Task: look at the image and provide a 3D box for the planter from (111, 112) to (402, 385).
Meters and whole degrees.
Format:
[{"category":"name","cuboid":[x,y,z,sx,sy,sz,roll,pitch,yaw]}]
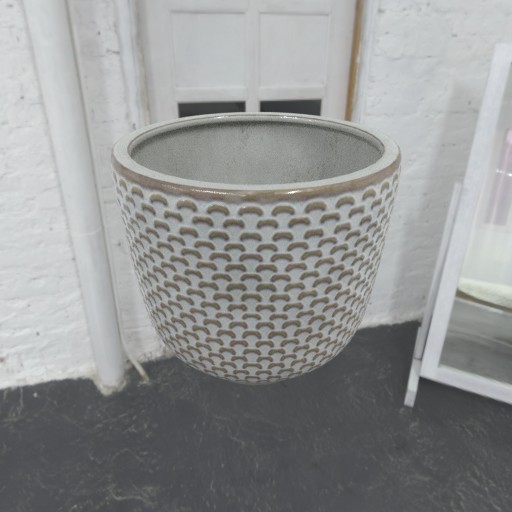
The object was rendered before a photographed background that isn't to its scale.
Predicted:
[{"category":"planter","cuboid":[0.000,0.000,0.248,0.139,0.130,0.139,0,29,0]}]
